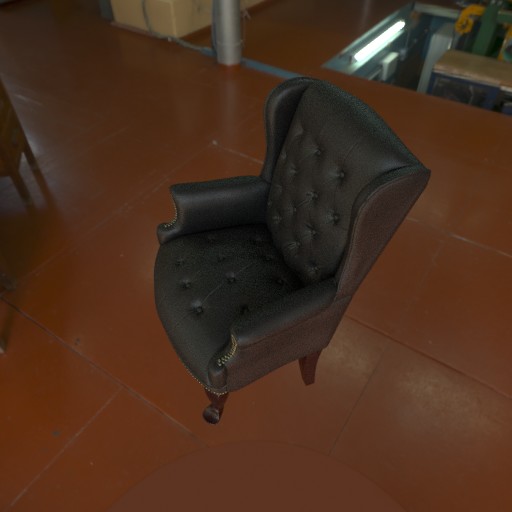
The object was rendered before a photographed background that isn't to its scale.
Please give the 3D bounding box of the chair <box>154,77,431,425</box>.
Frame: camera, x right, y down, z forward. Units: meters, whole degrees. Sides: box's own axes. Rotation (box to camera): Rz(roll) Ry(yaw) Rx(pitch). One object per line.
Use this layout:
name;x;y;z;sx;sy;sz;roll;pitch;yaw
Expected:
chair;0.000;0.000;1.706;0.822;1.133;0.831;-16;48;-15
